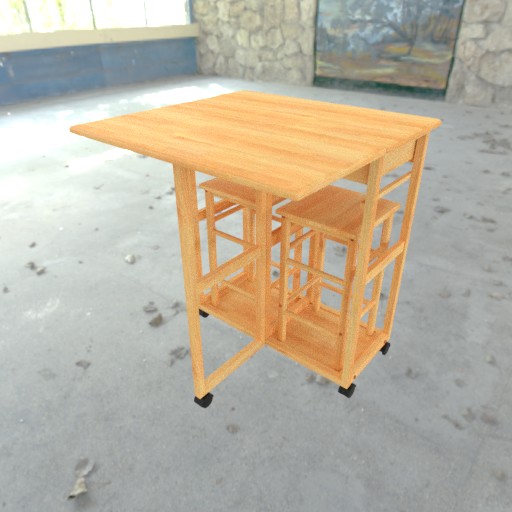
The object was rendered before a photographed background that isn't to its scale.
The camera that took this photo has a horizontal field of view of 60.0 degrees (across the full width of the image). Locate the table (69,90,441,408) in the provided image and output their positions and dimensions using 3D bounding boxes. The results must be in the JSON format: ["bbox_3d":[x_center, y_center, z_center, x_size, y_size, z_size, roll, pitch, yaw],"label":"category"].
[{"bbox_3d":[0.000,0.000,1.395,0.752,0.832,0.693,22,37,33],"label":"table"}]
